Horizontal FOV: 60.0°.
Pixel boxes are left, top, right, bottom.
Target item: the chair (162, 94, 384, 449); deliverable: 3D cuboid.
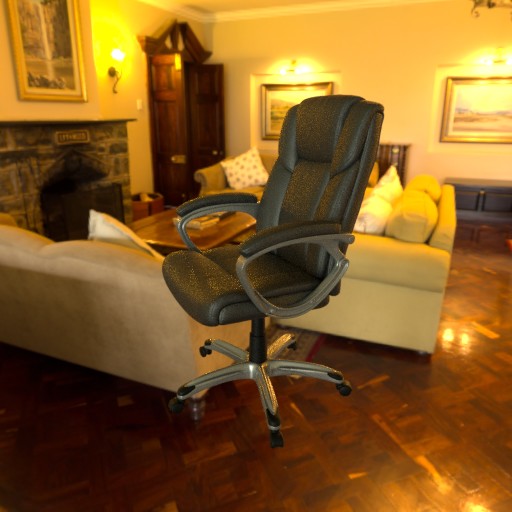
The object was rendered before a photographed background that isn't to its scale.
[{"bbox_3d":[0.000,0.000,1.637,0.719,1.130,0.721,-8,20,-24],"label":"chair"}]
